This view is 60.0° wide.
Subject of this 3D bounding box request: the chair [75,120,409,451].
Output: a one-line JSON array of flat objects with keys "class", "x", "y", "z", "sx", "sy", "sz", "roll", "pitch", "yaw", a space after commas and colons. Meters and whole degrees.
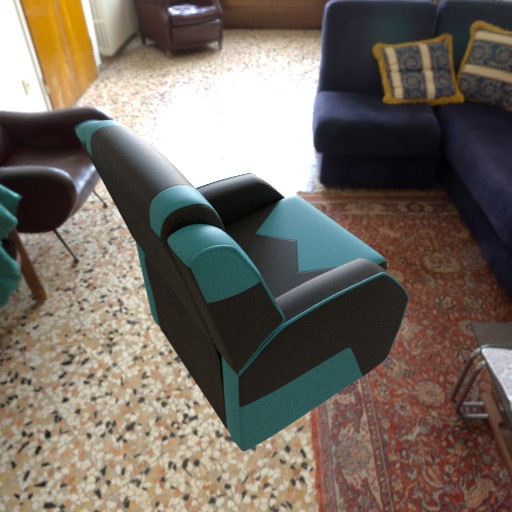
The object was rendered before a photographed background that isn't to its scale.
[{"class": "chair", "x": 0.000, "y": 0.000, "z": 1.258, "sx": 0.672, "sy": 0.805, "sz": 0.620, "roll": -23, "pitch": 45, "yaw": -25}]
